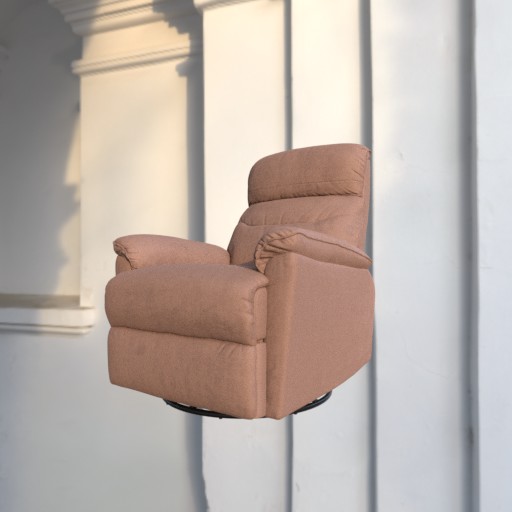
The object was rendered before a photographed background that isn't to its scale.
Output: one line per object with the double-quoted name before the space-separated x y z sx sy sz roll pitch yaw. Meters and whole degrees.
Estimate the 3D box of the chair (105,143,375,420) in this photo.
"chair" 0.000 0.000 1.764 0.820 1.037 1.004 -1 -1 36
